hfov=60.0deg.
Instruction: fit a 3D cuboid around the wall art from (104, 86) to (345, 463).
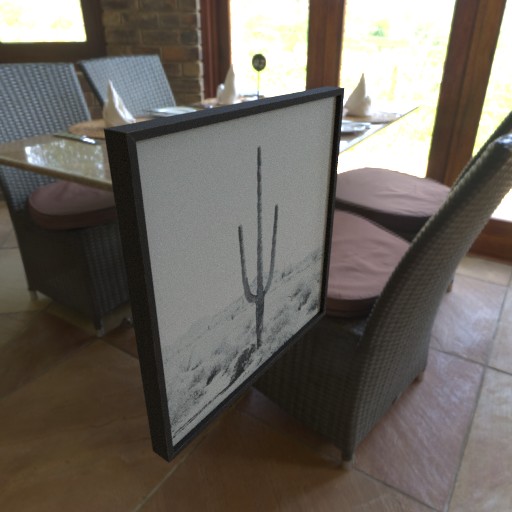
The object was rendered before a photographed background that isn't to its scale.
[{"bbox_3d":[0.000,0.000,0.770,0.038,0.508,0.508,18,32,32],"label":"wall art"}]
